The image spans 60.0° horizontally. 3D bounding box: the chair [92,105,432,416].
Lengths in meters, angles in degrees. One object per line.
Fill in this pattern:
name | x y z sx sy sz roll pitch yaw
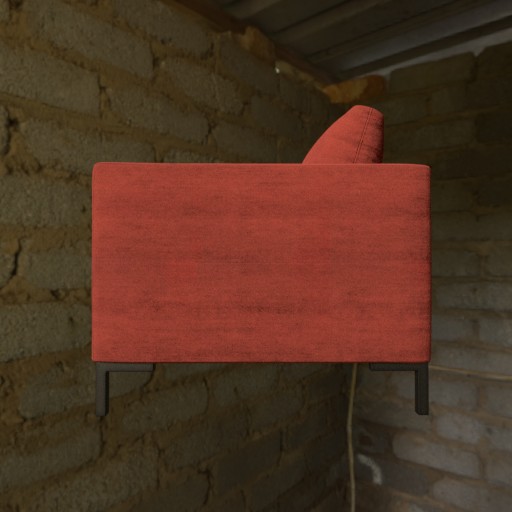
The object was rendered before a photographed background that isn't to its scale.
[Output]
chair | 0.000 0.000 1.555 0.875 0.812 0.964 0 -1 -1
